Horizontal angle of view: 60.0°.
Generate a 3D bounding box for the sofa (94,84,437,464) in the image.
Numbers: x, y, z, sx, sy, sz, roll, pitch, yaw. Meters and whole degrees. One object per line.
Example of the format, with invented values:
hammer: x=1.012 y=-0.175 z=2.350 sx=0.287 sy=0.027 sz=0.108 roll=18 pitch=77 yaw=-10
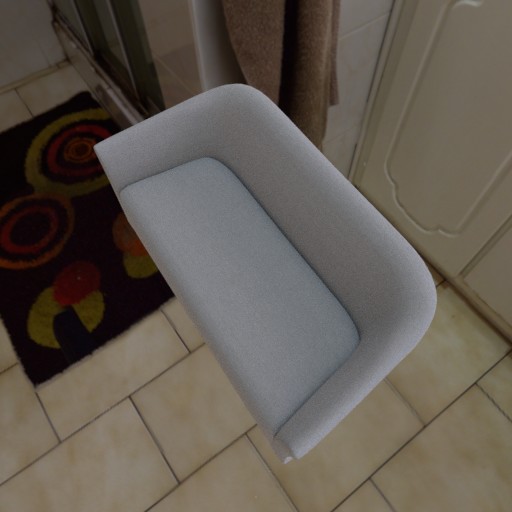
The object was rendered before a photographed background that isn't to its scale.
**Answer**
sofa: x=0.000 y=0.000 z=1.857 sx=0.705 sy=0.721 sz=1.452 roll=-30 pitch=66 yaw=-15
